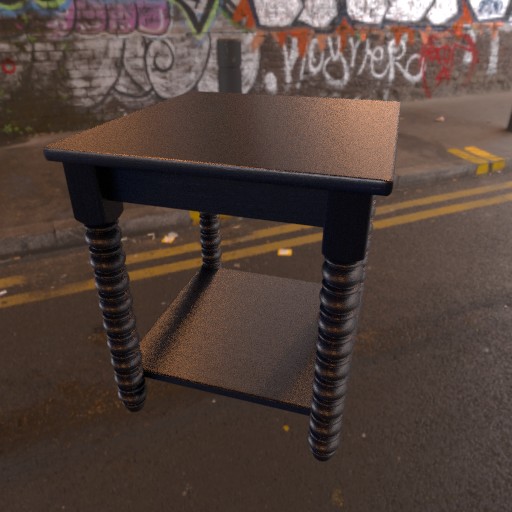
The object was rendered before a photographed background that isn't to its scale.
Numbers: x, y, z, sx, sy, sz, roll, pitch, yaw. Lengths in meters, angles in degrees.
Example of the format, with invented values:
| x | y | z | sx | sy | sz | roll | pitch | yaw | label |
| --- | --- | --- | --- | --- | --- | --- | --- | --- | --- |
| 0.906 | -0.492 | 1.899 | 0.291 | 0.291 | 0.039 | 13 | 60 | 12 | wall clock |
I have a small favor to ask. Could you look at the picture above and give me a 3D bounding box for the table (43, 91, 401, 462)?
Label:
| x | y | z | sx | sy | sz | roll | pitch | yaw | label |
| --- | --- | --- | --- | --- | --- | --- | --- | --- | --- |
| 0.000 | 0.000 | 0.944 | 0.500 | 0.567 | 0.533 | 8 | 30 | 15 | table |
